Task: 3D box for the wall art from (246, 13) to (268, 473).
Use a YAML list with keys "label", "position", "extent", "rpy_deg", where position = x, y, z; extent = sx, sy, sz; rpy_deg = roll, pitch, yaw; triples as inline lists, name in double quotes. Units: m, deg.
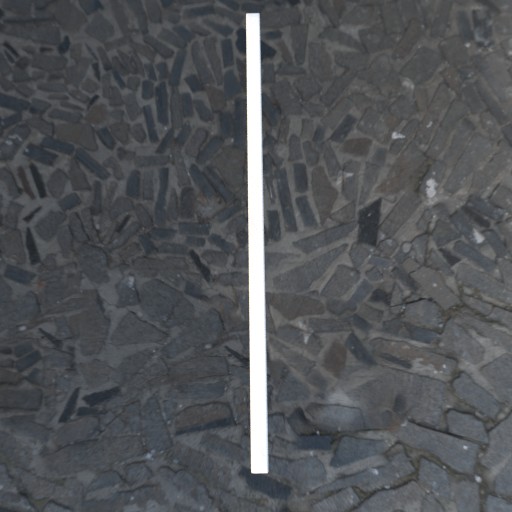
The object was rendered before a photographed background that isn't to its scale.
- label: "wall art"
  position: [0.000, 0.000, 1.576]
  extent: [0.039, 0.915, 1.219]
  rpy_deg: [-1, 76, 0]
